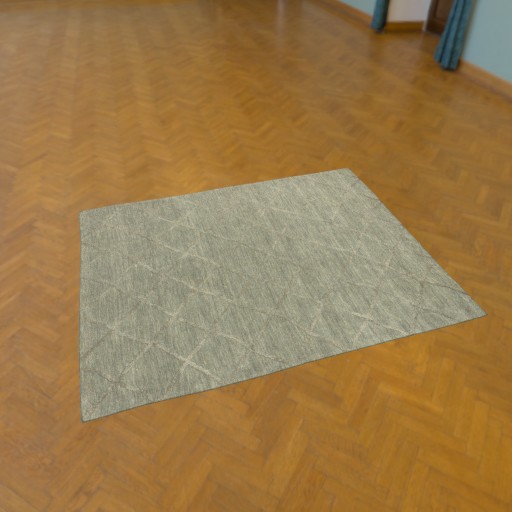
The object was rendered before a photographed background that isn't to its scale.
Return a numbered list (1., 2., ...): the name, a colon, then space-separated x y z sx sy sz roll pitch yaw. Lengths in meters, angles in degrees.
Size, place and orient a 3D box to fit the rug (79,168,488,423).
1. rug: 0.000 0.000 3.973 3.048 0.013 2.438 -11 42 -13
